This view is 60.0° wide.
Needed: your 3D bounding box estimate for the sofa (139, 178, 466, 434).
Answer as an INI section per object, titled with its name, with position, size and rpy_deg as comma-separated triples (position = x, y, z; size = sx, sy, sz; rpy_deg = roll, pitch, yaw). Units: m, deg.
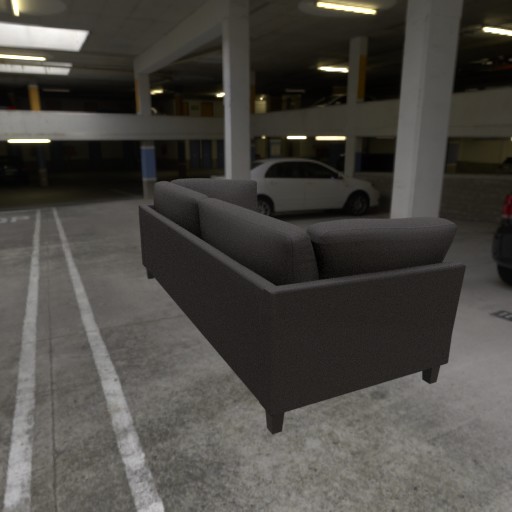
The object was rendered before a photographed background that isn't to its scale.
[sofa]
position = 0.000, 0.000, 2.754
size = 0.969, 0.792, 2.312
rpy_deg = -7, 17, -25
